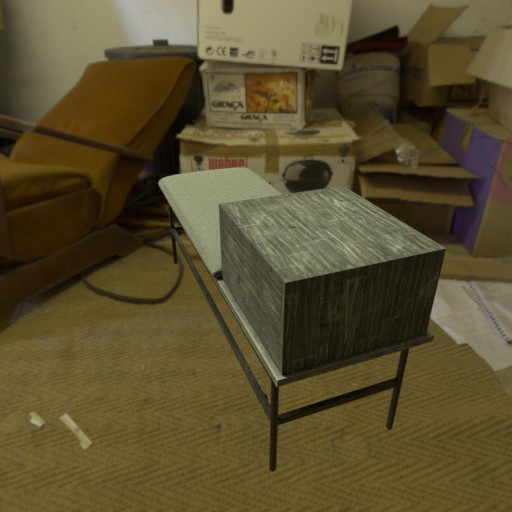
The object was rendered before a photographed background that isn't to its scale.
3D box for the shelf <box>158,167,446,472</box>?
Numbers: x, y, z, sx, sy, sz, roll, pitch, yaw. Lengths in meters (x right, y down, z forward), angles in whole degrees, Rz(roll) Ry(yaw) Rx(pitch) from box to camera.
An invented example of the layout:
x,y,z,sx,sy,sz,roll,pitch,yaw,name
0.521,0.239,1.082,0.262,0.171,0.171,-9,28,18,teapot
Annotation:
x,y,z,sx,sy,sz,roll,pitch,yaw,name
0.000,0.000,1.618,0.457,0.633,1.342,-11,30,-19,shelf
